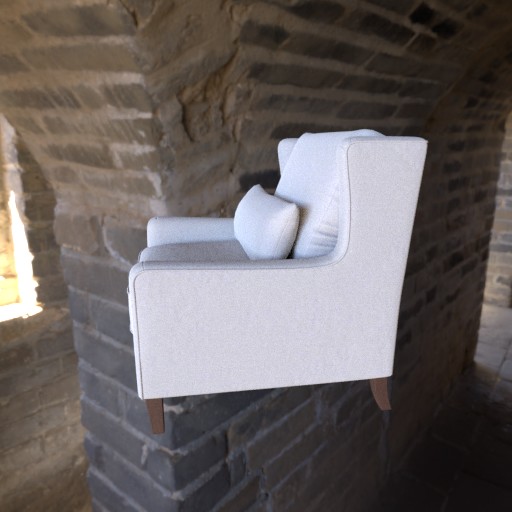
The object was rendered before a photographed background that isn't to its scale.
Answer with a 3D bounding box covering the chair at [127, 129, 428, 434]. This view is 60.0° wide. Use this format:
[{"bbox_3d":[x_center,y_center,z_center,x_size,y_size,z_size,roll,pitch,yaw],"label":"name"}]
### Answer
[{"bbox_3d":[0.000,0.000,1.943,1.040,1.056,0.982,-2,15,-9],"label":"chair"}]
